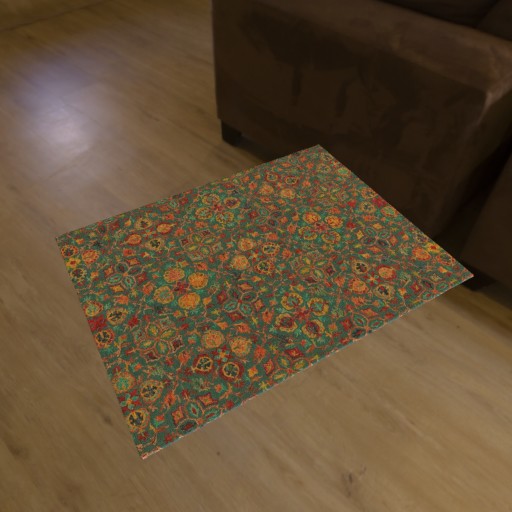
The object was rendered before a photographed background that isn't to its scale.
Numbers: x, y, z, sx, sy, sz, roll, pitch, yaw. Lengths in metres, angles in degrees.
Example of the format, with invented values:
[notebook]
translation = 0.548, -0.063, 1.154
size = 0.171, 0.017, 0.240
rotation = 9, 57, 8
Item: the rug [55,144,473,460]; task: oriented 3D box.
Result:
[rug]
translation = 0.000, 0.000, 4.225
size = 3.204, 0.025, 2.434
rotation = -23, 52, -20
